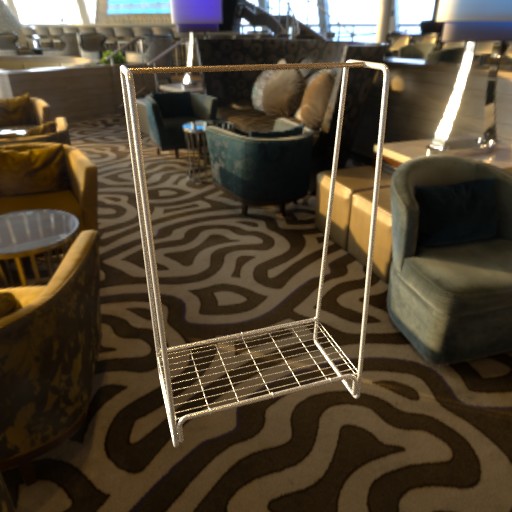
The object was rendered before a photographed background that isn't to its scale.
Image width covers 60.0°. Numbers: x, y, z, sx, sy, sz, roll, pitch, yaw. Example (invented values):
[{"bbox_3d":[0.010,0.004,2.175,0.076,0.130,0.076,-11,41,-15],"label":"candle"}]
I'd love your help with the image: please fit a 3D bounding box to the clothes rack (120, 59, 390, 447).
[{"bbox_3d":[0.000,0.000,1.886,0.900,1.500,0.495,-9,29,-17],"label":"clothes rack"}]
